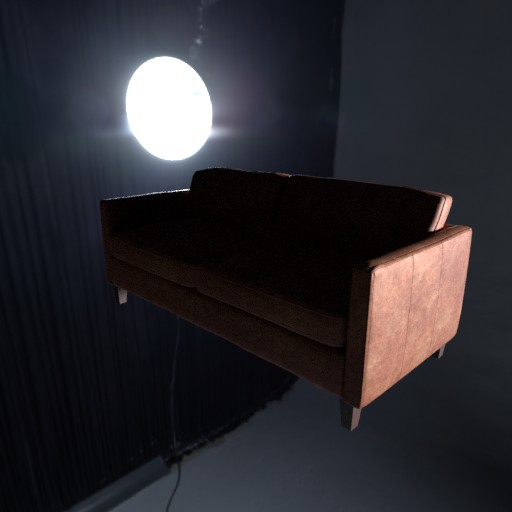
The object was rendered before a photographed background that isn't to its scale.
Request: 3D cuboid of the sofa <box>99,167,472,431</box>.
[{"bbox_3d":[0.000,0.000,2.475,0.923,0.863,1.971,-16,23,-43],"label":"sofa"}]
